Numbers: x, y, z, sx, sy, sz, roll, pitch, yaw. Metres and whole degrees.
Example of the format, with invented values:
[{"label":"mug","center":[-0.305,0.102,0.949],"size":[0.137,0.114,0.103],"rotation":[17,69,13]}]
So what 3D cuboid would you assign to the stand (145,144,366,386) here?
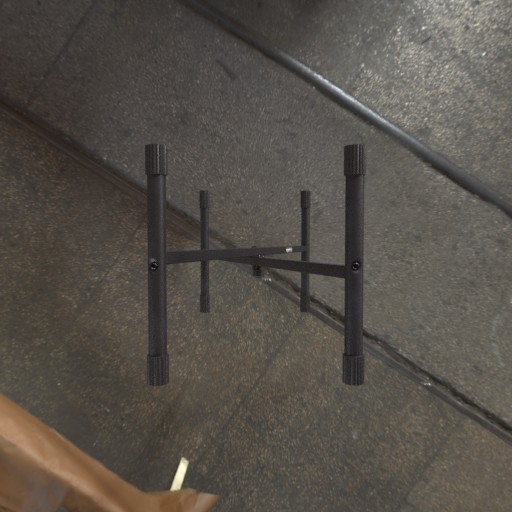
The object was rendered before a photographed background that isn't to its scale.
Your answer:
[{"label":"stand","center":[0.000,0.000,1.189],"size":[0.409,0.940,0.449],"rotation":[0,92,0]}]
